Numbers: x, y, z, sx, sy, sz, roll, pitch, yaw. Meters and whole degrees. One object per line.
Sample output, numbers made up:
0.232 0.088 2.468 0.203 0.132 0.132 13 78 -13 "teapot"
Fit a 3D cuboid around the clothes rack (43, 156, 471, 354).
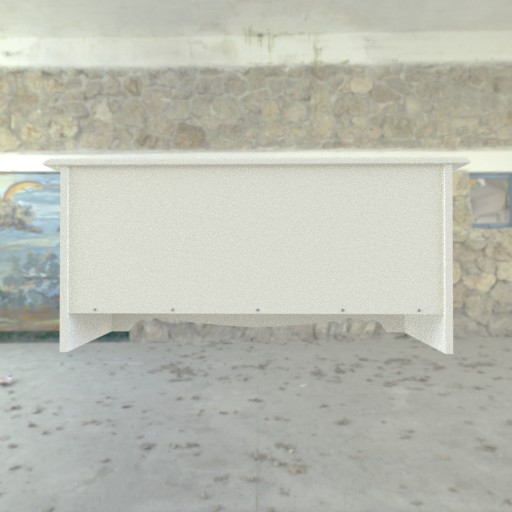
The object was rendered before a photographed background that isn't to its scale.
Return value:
0.000 0.000 1.461 1.218 0.558 0.405 0 -1 1 "clothes rack"
